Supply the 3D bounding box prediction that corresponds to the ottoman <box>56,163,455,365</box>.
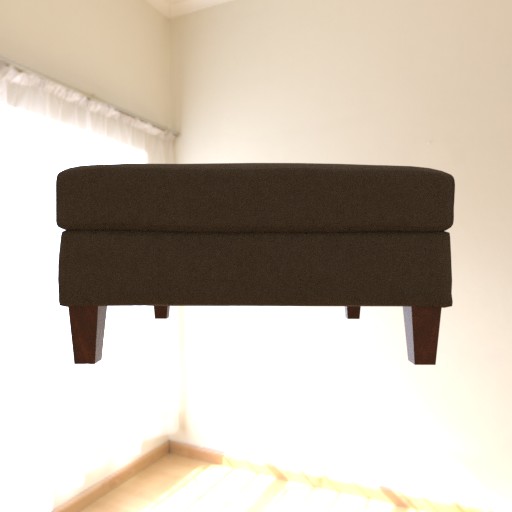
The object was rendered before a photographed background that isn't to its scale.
[{"bbox_3d":[0.000,0.000,1.368,0.881,0.482,0.861,0,0,0],"label":"ottoman"}]
